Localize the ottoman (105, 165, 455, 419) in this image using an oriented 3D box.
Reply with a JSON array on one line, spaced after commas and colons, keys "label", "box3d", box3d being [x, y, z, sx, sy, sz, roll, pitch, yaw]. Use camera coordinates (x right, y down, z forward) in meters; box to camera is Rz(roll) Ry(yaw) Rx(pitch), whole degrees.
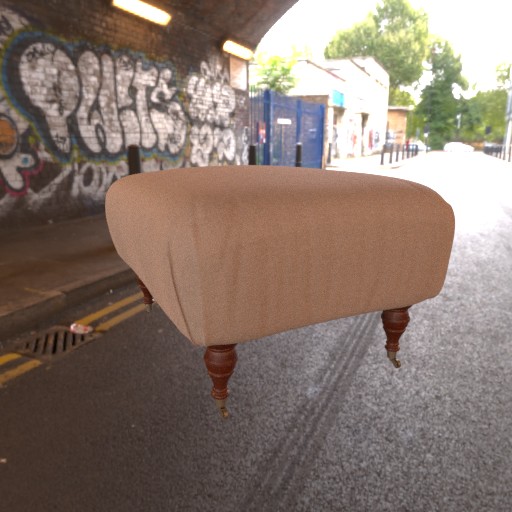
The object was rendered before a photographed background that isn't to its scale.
[{"label": "ottoman", "box3d": [0.000, 0.000, 1.136, 0.639, 0.450, 0.746, -7, 16, -26]}]
